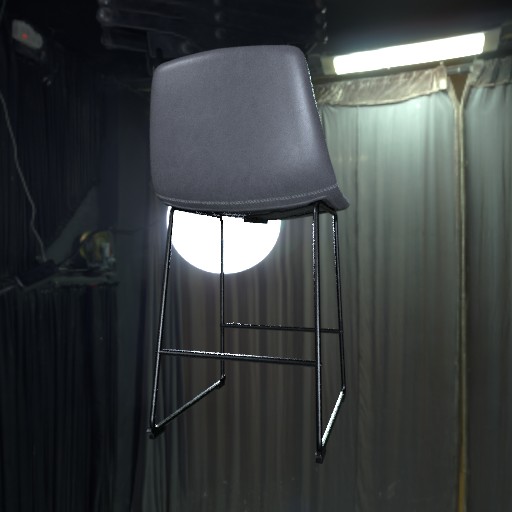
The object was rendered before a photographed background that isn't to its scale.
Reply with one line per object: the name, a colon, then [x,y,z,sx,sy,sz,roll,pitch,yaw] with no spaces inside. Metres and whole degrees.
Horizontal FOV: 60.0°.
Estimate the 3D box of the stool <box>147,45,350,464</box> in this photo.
stool: [0.000,0.000,1.183,0.470,0.876,0.546,0,1,18]
